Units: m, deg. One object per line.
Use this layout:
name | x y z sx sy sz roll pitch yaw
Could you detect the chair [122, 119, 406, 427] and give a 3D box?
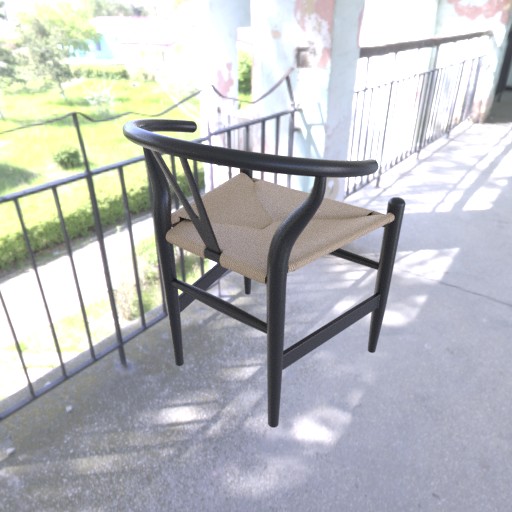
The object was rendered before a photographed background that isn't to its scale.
chair | 0.000 0.000 1.157 0.570 0.739 0.570 22 36 33
